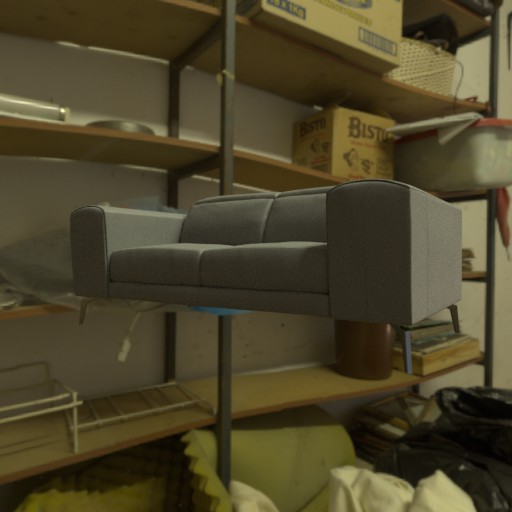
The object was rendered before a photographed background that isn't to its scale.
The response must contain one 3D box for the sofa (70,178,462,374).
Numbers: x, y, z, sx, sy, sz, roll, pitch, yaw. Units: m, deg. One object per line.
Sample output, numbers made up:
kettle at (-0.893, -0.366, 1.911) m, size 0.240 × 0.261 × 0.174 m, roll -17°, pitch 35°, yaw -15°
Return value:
sofa at (0.000, 0.000, 2.364) m, size 1.895 × 0.779 × 1.003 m, roll 0°, pitch 1°, yaw 34°
